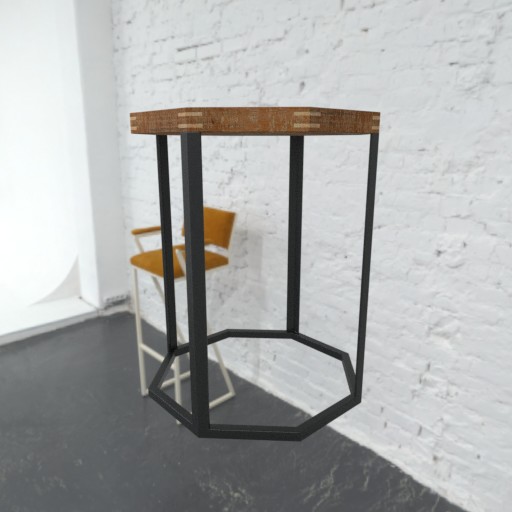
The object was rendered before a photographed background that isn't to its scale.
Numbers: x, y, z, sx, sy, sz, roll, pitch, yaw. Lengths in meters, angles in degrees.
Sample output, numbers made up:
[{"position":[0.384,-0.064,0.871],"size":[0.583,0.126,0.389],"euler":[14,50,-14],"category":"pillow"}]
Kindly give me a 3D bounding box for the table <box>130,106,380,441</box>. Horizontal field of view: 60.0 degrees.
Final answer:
[{"position":[0.000,0.000,0.898],"size":[0.458,0.543,0.458],"euler":[7,16,25],"category":"table"}]
